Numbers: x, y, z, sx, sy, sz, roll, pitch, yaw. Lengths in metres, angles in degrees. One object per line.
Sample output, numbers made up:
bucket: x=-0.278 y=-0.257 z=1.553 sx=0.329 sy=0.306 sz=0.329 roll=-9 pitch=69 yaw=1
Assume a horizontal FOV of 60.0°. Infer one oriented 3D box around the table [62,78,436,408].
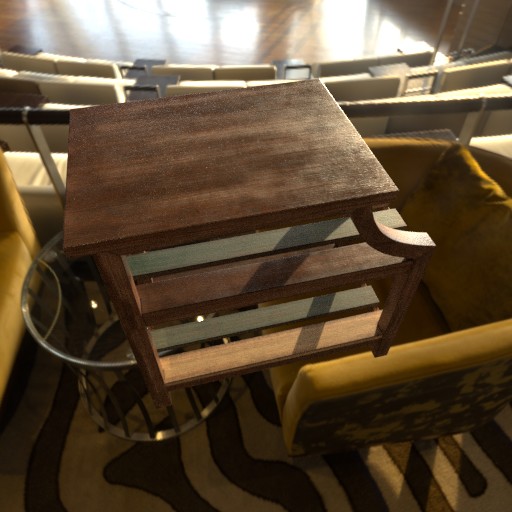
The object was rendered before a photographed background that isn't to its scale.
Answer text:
table: x=0.000 y=0.000 z=0.959 sx=0.609 sy=0.584 sz=0.356 roll=-11 pitch=49 yaw=-9
